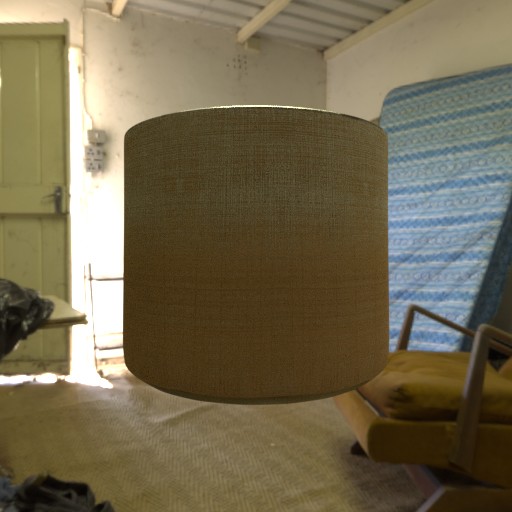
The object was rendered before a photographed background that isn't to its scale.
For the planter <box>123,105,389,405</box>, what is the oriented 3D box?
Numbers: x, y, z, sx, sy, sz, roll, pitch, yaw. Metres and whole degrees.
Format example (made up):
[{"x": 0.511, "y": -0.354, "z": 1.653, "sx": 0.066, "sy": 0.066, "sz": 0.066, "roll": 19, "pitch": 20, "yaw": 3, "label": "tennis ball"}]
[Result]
[{"x": 0.000, "y": 0.000, "z": 0.439, "sx": 0.254, "sy": 0.221, "sz": 0.254, "roll": 0, "pitch": 2, "yaw": 0, "label": "planter"}]
